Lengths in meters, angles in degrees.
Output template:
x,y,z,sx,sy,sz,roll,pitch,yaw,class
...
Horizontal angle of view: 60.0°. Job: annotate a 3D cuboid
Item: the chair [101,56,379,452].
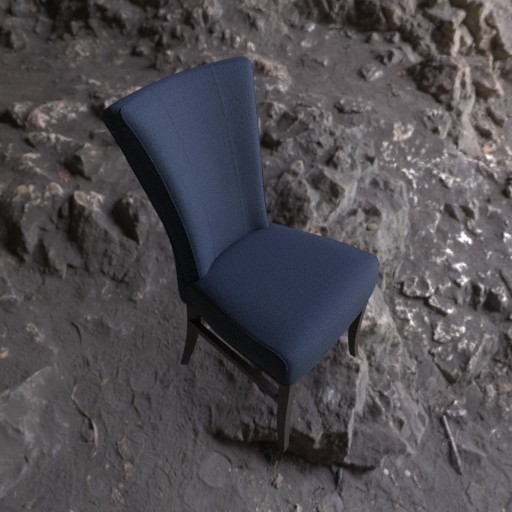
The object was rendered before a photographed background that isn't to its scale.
x,y,z,sx,sy,sz,roll,pitch,yaw,class
0.000,0.000,1.376,0.660,0.991,0.520,27,48,28,chair
